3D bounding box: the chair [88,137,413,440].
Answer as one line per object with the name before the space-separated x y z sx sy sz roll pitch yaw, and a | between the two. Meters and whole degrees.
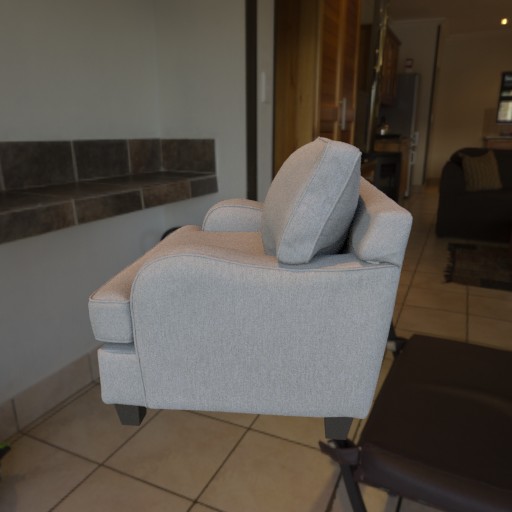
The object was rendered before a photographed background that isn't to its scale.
chair | 0.000 0.000 1.972 1.041 1.016 1.220 2 16 6
